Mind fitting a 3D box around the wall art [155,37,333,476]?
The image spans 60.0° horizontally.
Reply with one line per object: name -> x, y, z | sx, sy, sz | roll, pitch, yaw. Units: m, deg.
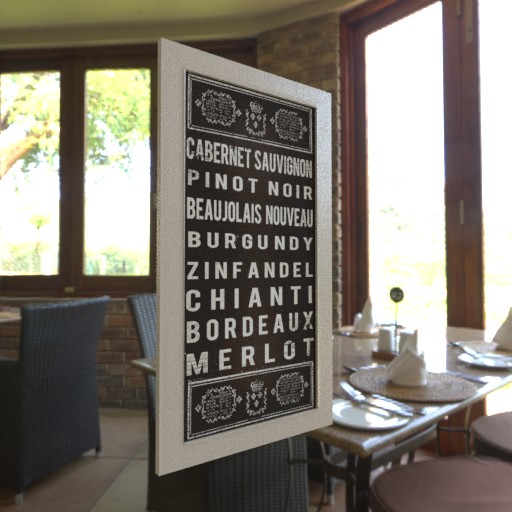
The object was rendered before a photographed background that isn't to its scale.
wall art -> 0.000, 0.000, 0.807 | 0.380, 0.683, 0.013 | 1, -2, -36
